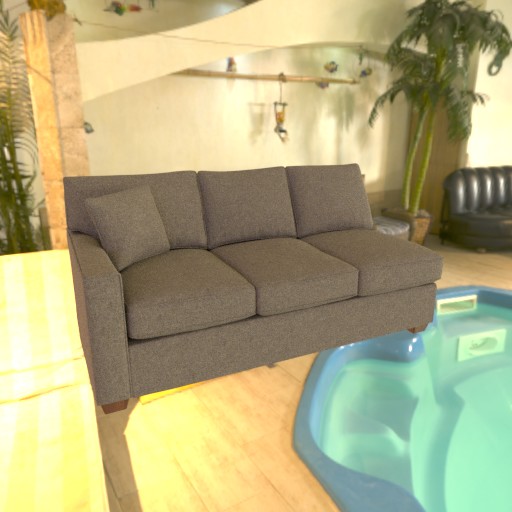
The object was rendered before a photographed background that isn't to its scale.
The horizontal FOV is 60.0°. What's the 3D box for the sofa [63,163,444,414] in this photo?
[{"bbox_3d":[0.000,0.000,2.569,1.963,0.946,1.034,-8,18,-25],"label":"sofa"}]
